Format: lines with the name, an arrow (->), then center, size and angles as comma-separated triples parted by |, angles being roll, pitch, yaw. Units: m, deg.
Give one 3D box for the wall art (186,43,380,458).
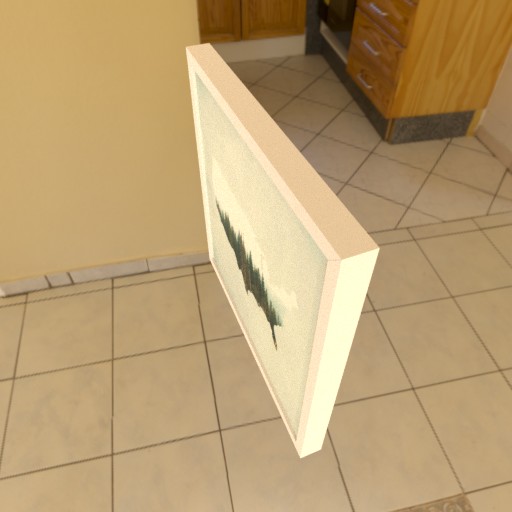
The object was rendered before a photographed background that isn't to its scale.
wall art -> 0.000, 0.000, 0.449 | 0.024, 0.304, 0.304 | -17, 49, -15
